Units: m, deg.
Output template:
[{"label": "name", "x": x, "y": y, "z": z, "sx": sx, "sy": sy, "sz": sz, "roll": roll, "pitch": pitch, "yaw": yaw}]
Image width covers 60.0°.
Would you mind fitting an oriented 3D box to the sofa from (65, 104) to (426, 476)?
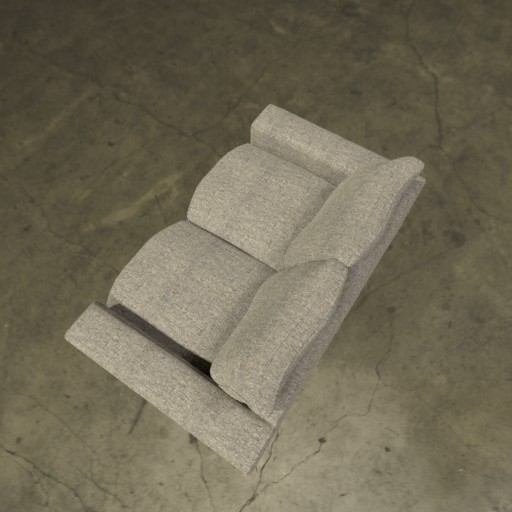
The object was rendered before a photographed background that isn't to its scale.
[{"label": "sofa", "x": 0.000, "y": 0.000, "z": 2.325, "sx": 1.094, "sy": 0.877, "sz": 1.758, "roll": 31, "pitch": 67, "yaw": 15}]
